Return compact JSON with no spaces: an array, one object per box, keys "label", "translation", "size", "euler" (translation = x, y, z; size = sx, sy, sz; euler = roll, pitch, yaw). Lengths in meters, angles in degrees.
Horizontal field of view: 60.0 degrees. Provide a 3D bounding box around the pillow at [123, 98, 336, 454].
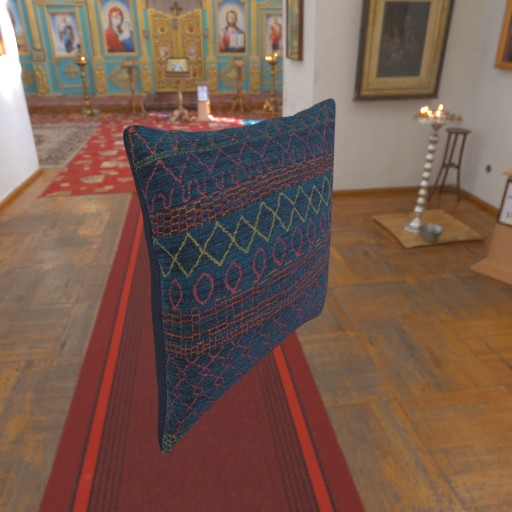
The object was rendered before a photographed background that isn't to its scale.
[{"label":"pillow","translation":[0.000,0.000,0.667],"size":[0.141,0.431,0.431],"euler":[17,30,32]}]
